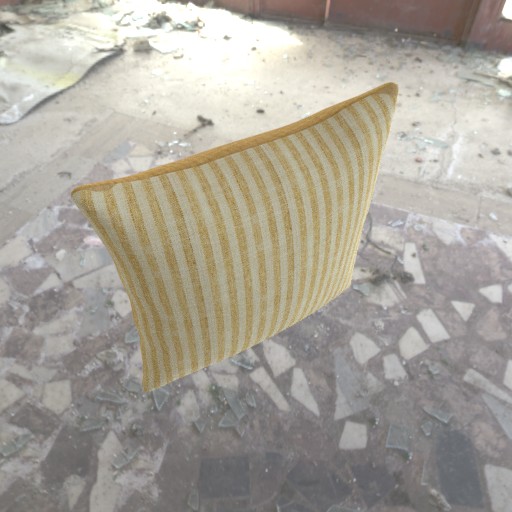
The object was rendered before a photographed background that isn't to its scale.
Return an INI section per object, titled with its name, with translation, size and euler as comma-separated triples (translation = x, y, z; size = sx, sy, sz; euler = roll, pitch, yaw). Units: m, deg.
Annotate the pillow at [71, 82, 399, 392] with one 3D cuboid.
[pillow]
translation = 0.000, 0.000, 0.632
size = 0.419, 0.407, 0.173
euler = -24, 52, -20
